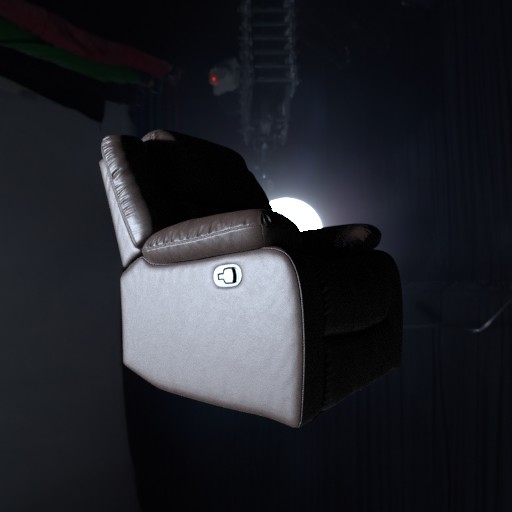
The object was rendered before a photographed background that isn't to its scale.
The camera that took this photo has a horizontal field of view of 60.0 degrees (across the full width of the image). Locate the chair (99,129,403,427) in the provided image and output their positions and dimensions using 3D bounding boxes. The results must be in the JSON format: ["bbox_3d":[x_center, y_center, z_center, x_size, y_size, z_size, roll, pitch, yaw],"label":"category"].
[{"bbox_3d":[0.000,0.000,1.731,0.934,1.009,0.899,0,0,36],"label":"chair"}]
